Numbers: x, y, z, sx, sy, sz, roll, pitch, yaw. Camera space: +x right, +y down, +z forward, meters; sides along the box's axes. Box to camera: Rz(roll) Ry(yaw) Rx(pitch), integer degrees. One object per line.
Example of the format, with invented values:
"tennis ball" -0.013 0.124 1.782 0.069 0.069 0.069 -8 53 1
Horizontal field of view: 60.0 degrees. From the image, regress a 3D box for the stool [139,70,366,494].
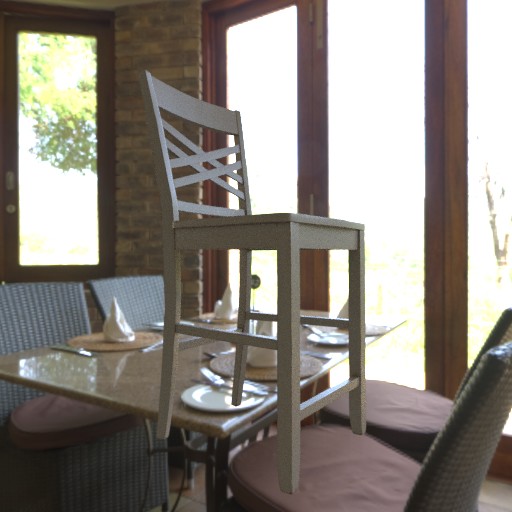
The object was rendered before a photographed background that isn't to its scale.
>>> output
"stool" 0.000 0.000 1.330 0.539 1.079 0.462 0 0 36
